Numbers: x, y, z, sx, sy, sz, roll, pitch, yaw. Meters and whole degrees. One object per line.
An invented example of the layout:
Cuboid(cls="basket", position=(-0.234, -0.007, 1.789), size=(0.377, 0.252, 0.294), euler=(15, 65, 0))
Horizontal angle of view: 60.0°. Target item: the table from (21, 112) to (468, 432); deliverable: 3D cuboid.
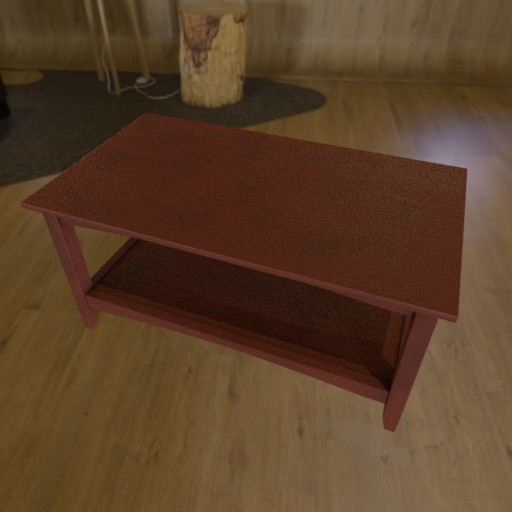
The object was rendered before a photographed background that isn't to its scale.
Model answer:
Cuboid(cls="table", position=(0.000, 0.000, 1.212), size=(0.943, 0.456, 0.533), euler=(14, 43, 16))
